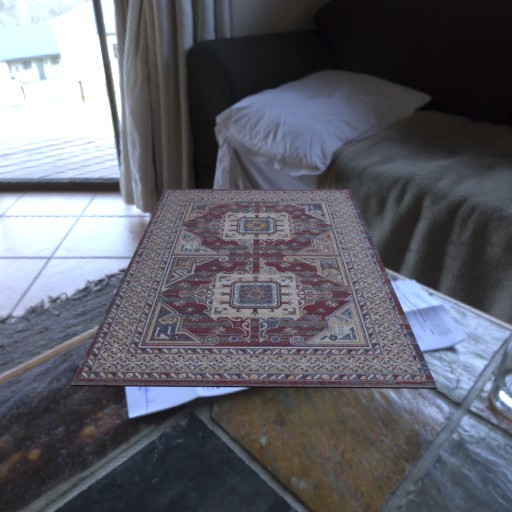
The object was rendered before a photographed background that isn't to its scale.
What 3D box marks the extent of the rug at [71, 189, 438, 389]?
[{"bbox_3d":[0.000,0.000,2.879,1.599,0.011,2.210,0,31,0],"label":"rug"}]
